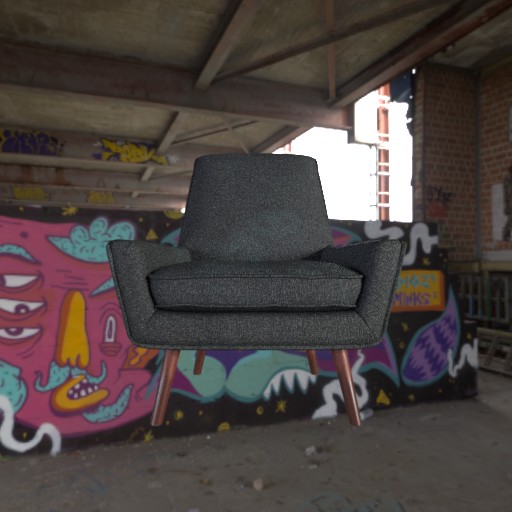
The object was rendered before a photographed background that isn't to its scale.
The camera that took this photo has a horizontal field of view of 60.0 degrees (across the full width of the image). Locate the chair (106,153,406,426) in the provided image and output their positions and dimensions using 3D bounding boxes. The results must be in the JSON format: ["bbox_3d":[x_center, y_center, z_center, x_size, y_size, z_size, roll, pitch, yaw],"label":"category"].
[{"bbox_3d":[0.000,0.000,1.523,0.763,0.883,0.859,0,-2,0],"label":"chair"}]
